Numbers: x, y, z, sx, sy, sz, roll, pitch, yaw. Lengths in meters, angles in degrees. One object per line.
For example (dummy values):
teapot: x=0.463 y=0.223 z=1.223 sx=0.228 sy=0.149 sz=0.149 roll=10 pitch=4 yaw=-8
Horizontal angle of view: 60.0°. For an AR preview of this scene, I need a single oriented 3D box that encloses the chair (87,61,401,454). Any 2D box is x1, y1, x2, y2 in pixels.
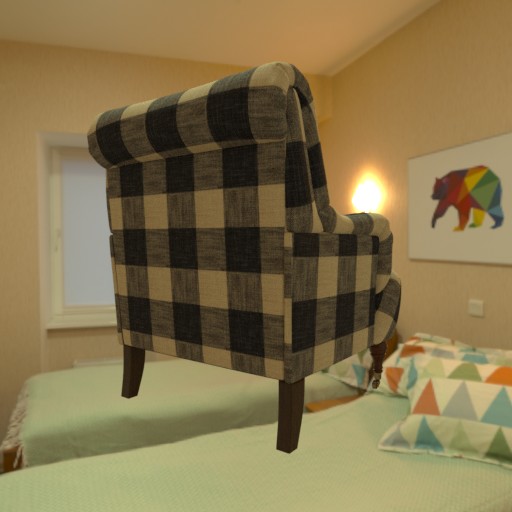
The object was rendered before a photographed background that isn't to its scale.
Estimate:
chair: x=0.000 y=0.000 z=1.537 sx=0.781 sy=0.953 sz=0.848 roll=1 pitch=2 yaw=37
